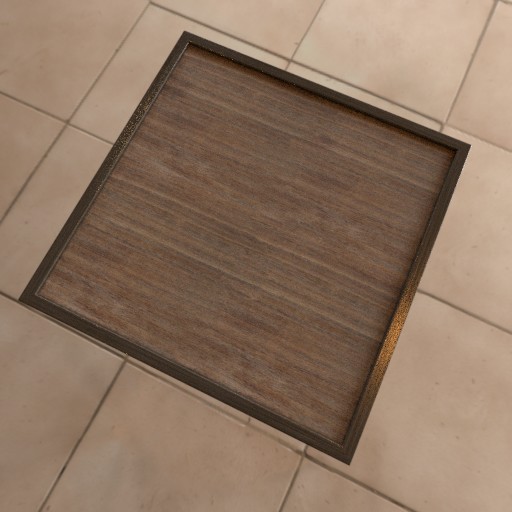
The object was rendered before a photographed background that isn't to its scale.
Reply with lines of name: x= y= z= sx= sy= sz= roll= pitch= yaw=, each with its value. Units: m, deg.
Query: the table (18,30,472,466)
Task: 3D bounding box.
table: x=0.000 y=0.000 z=1.036 sx=0.609 sy=0.507 sz=0.611 roll=24 pitch=76 yaw=6
